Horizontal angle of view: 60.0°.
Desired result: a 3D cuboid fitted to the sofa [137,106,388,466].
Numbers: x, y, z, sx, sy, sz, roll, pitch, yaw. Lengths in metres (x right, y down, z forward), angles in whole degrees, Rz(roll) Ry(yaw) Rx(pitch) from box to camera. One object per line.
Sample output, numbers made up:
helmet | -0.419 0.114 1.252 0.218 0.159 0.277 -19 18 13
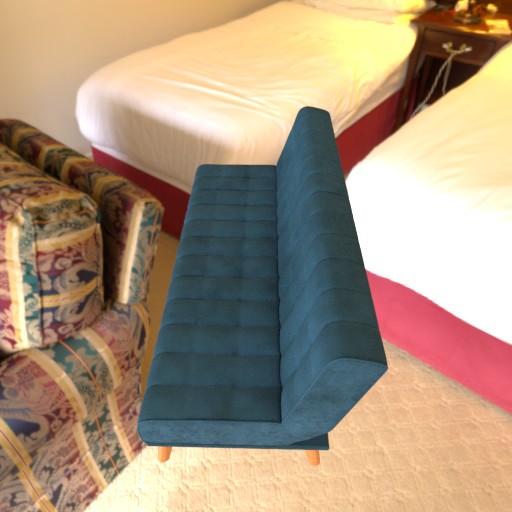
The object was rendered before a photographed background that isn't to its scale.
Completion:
sofa | 0.000 0.000 2.270 0.855 0.813 1.804 1 42 1
